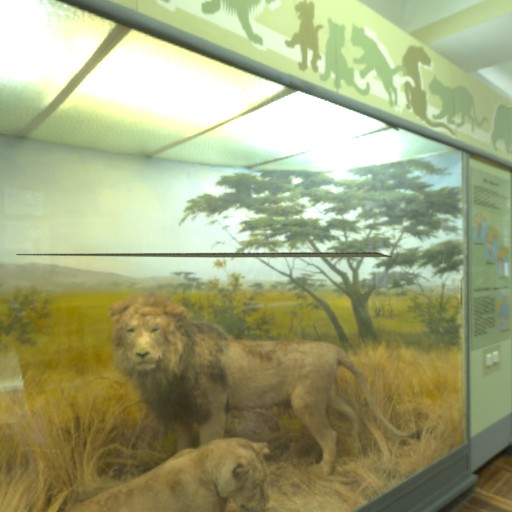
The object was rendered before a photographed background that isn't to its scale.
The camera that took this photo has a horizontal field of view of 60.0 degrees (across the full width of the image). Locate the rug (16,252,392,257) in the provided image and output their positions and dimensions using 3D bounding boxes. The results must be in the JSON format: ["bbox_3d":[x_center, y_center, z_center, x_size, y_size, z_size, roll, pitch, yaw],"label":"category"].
[{"bbox_3d":[0.000,0.000,5.072,2.894,0.011,3.957,0,-1,18],"label":"rug"}]
